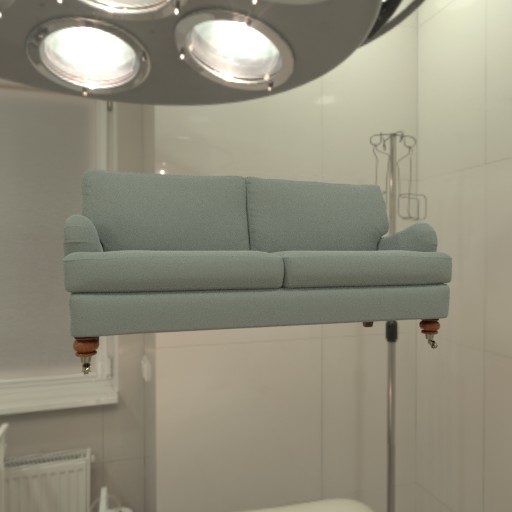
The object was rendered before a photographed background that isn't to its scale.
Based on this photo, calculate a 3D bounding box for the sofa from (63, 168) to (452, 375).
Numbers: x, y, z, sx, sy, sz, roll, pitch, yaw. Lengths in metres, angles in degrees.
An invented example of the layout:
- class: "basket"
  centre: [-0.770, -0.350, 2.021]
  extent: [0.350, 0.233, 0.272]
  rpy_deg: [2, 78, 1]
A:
- class: "sofa"
  centre: [0.000, 0.000, 2.802]
  extent: [2.193, 1.096, 1.069]
  rpy_deg: [0, 1, -17]
